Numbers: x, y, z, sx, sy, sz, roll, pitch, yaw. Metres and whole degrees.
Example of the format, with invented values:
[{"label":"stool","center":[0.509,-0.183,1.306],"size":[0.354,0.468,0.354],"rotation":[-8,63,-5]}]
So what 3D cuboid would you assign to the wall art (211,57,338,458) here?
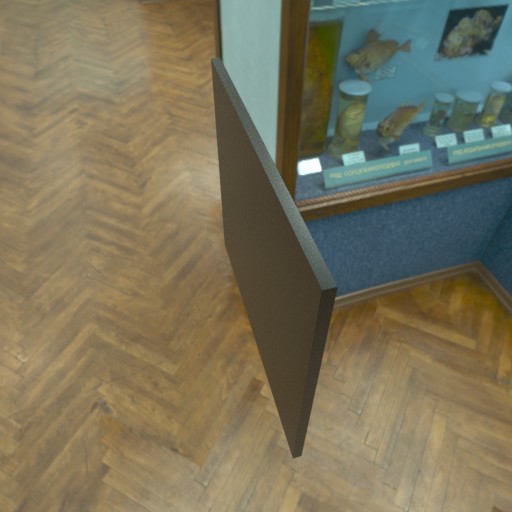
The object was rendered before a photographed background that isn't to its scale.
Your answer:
[{"label":"wall art","center":[0.000,0.000,0.550],"size":[0.012,0.332,0.383],"rotation":[-11,48,-10]}]
